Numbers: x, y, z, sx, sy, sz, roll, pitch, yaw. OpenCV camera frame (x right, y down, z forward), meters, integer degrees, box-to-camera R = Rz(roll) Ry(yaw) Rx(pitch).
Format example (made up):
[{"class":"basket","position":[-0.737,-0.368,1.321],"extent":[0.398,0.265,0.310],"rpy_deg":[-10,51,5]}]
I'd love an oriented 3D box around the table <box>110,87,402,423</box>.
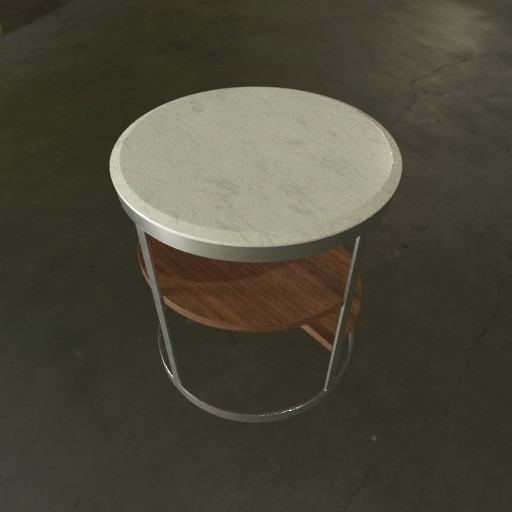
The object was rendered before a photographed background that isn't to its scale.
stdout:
[{"class":"table","position":[0.000,0.000,0.786],"extent":[0.407,0.447,0.407],"rpy_deg":[0,44,0]}]
